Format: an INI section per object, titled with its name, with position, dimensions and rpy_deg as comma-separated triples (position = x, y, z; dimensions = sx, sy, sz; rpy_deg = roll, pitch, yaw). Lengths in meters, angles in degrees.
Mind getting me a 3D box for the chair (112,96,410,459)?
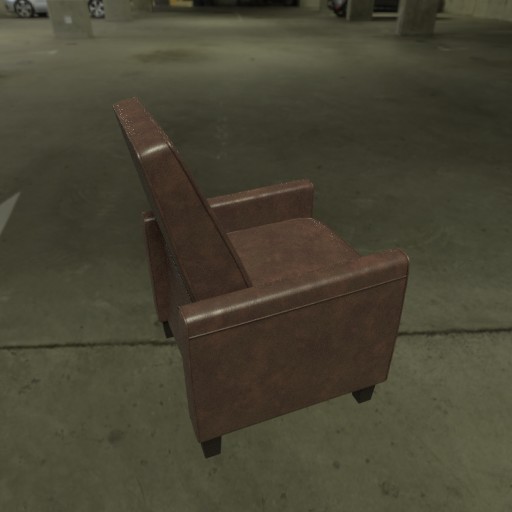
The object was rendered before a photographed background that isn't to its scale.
[chair]
position = 0.000, 0.000, 1.506
dimensions = 0.746, 1.013, 0.705
rpy_deg = -12, 33, -18
